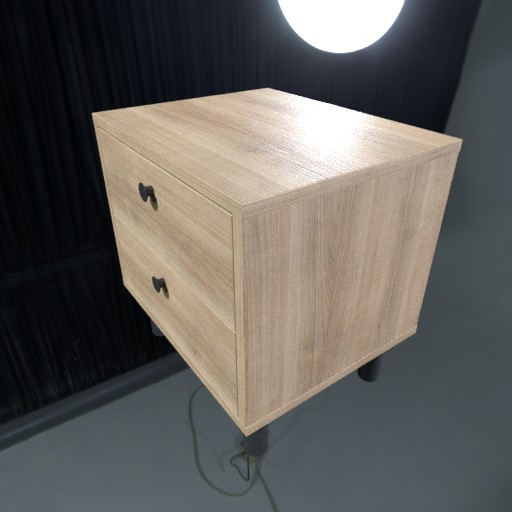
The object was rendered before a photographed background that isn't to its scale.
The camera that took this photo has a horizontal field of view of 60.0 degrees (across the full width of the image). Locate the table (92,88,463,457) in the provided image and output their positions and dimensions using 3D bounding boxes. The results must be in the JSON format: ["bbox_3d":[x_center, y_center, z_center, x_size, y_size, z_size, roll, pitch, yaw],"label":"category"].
[{"bbox_3d":[0.000,0.000,0.788,0.380,0.460,0.445,-20,37,-30],"label":"table"}]
